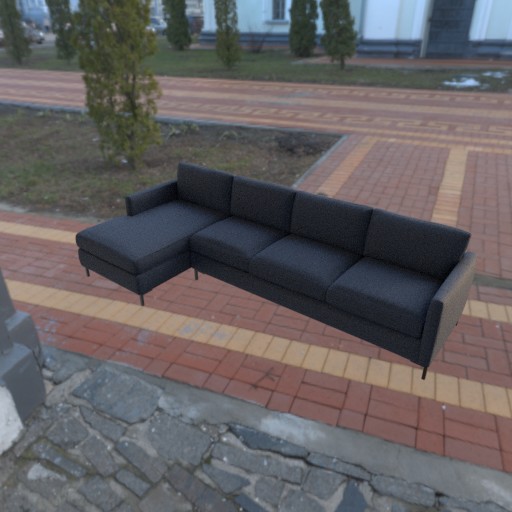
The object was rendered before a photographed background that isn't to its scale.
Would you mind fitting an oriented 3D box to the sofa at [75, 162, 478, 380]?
[{"bbox_3d":[0.000,0.000,2.899,2.445,0.673,1.125,20,34,32],"label":"sofa"}]
